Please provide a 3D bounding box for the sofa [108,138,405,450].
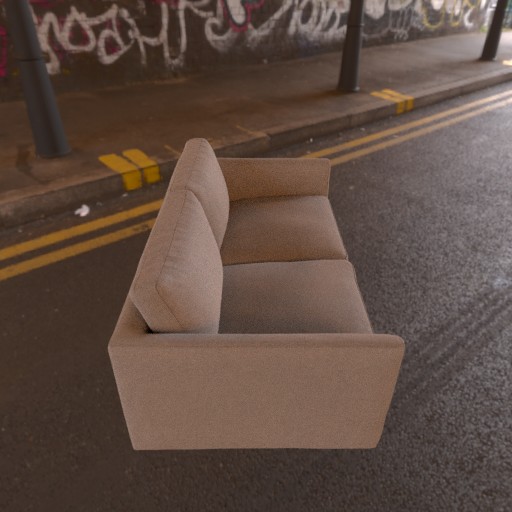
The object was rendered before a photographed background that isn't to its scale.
[{"bbox_3d":[0.000,0.000,2.493,1.091,0.839,1.905,0,33,0],"label":"sofa"}]
